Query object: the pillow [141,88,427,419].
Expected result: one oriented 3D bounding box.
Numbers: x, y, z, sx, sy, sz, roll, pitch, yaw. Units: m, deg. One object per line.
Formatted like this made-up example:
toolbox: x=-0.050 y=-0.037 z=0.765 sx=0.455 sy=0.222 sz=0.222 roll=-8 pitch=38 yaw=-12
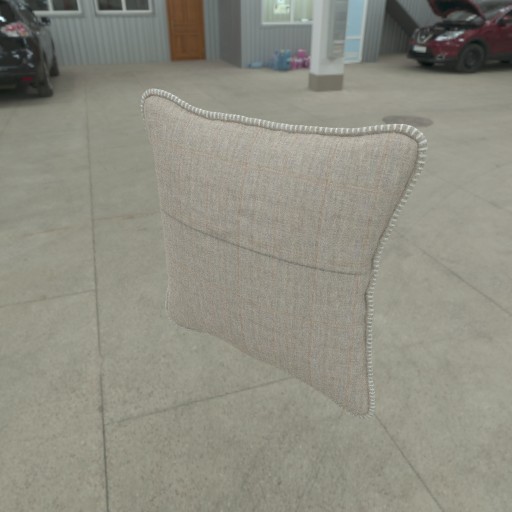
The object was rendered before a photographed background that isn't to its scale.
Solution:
pillow: x=0.000 y=0.000 z=0.743 sx=0.485 sy=0.494 sz=0.124 roll=20 pitch=35 yaw=30
